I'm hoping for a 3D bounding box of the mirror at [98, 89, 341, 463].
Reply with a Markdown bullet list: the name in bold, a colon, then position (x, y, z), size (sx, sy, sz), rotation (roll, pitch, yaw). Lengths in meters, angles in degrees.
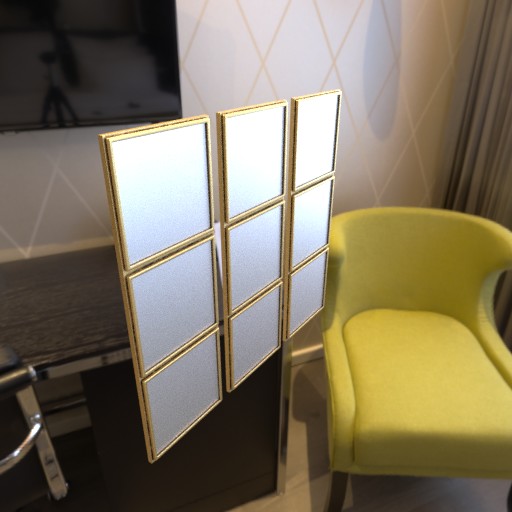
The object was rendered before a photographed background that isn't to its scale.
- **mirror**: position (0.000, 0.000, 1.430), size (0.023, 0.926, 1.011), rotation (18, 32, 32)
